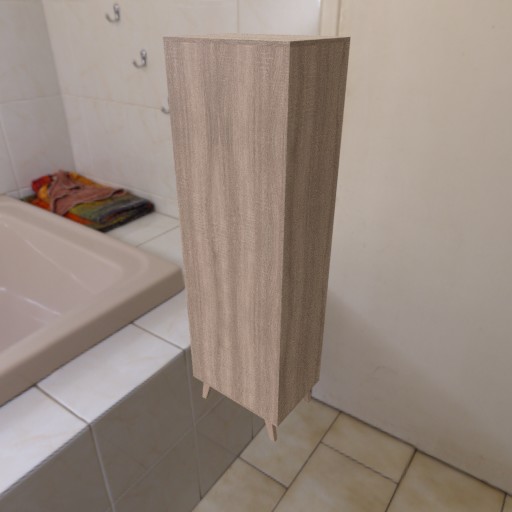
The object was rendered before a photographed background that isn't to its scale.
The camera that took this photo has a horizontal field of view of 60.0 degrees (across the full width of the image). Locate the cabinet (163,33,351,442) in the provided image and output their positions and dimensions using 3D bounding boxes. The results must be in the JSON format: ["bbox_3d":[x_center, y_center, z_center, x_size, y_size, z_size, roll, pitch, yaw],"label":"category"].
[{"bbox_3d":[0.000,0.000,2.084,0.570,1.850,0.400,20,34,32],"label":"cabinet"}]
